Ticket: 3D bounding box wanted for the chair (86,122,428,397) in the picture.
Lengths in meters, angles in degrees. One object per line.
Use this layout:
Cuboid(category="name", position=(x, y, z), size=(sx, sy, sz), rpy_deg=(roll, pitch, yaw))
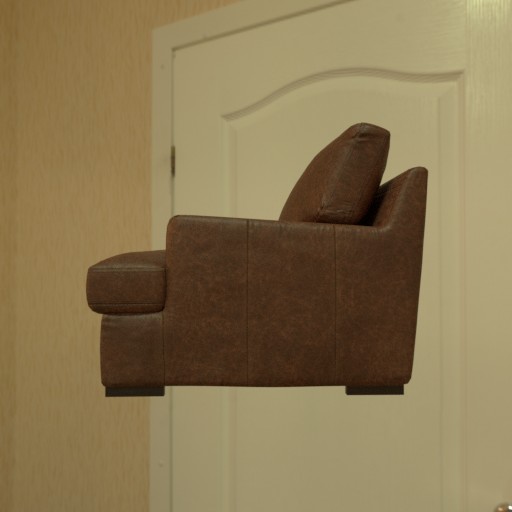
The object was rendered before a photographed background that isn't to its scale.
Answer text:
Cuboid(category="chair", position=(0.000, 0.000, 1.998), size=(1.143, 0.939, 1.168), rpy_deg=(0, -1, -1))
